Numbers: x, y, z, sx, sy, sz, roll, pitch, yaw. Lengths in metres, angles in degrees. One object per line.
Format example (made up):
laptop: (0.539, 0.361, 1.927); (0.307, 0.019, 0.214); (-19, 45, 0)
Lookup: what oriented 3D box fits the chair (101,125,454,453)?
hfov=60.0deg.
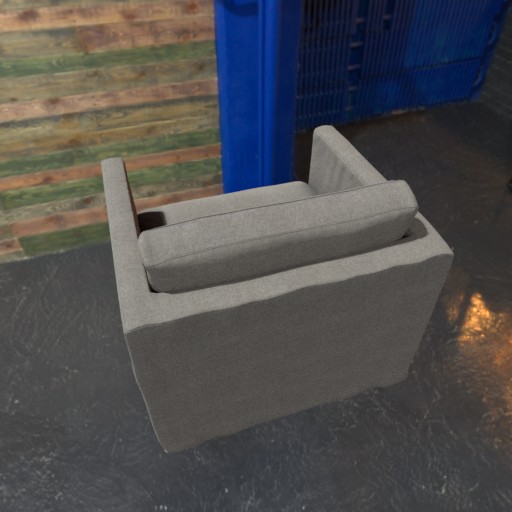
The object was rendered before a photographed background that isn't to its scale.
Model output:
chair: (0.000, 0.000, 1.759); (1.057, 0.863, 0.949); (-12, 43, -13)
